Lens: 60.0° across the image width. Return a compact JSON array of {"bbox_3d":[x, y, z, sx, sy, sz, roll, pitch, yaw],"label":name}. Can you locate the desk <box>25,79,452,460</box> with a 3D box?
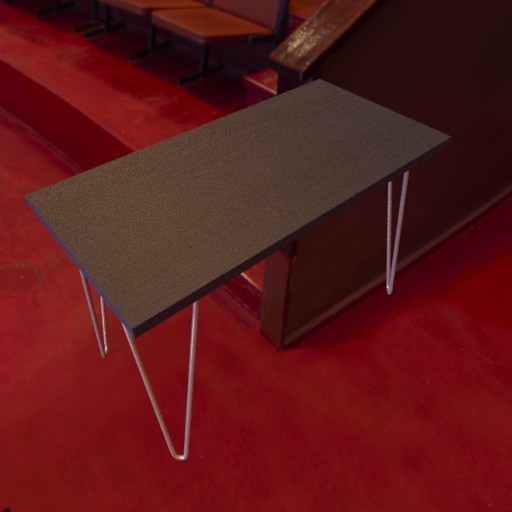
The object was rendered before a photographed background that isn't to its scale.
[{"bbox_3d":[0.000,0.000,1.357,0.991,0.660,0.499,-31,53,-28],"label":"desk"}]
